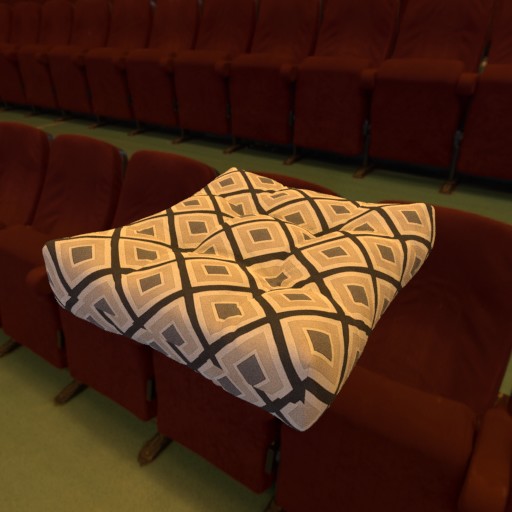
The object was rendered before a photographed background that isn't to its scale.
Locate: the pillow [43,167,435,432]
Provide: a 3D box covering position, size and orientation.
[{"bbox_3d":[0.000,0.000,0.731,0.468,0.128,0.490,17,33,29],"label":"pillow"}]
